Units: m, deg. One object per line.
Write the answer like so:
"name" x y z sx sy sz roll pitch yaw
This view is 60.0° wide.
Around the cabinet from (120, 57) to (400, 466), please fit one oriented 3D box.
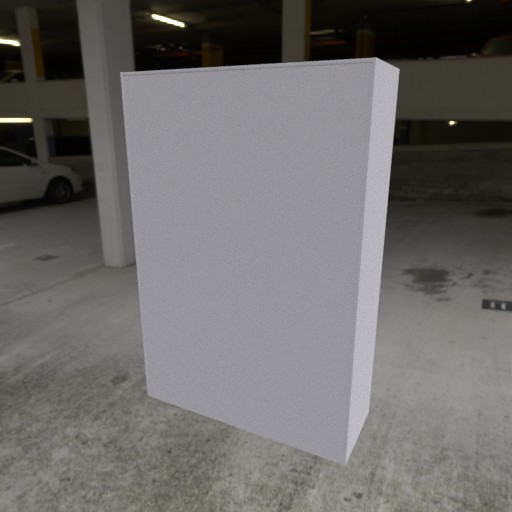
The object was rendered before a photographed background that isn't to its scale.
"cabinet" 0.000 0.000 2.469 1.290 1.910 0.510 9 19 26
